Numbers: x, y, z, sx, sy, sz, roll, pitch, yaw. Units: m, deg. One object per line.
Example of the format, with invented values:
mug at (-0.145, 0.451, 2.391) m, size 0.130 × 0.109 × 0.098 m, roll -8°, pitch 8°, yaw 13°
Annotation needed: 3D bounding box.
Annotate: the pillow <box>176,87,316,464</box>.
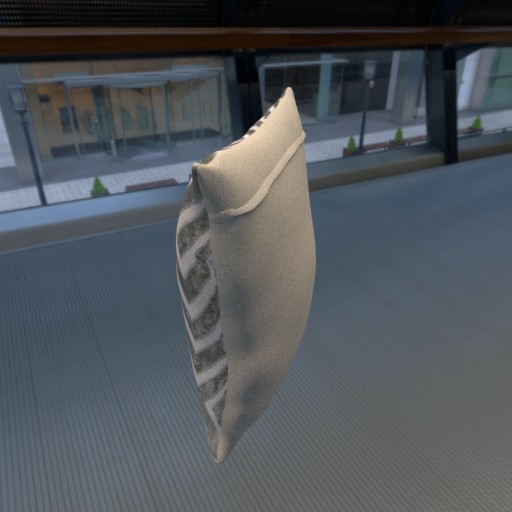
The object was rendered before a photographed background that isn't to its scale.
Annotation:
pillow at (0.000, 0.000, 0.693) m, size 0.182 × 0.441 × 0.440 m, roll 8°, pitch 30°, yaw 14°
